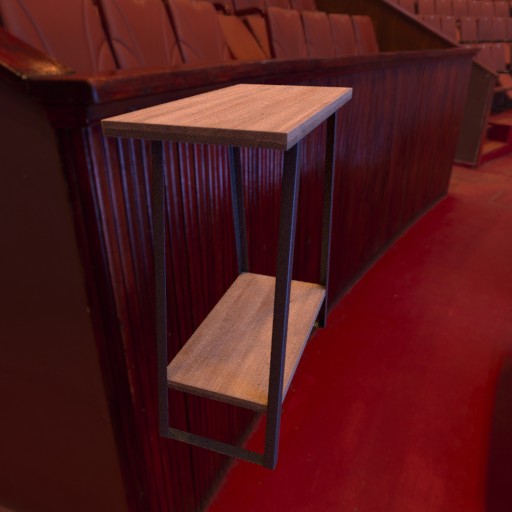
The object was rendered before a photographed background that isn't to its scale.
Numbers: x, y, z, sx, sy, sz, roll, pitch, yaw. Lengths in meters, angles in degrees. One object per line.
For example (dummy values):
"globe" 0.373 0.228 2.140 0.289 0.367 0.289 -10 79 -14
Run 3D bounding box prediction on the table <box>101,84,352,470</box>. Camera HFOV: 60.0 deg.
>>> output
"table" 0.000 0.000 1.048 0.300 0.701 0.599 9 28 17
